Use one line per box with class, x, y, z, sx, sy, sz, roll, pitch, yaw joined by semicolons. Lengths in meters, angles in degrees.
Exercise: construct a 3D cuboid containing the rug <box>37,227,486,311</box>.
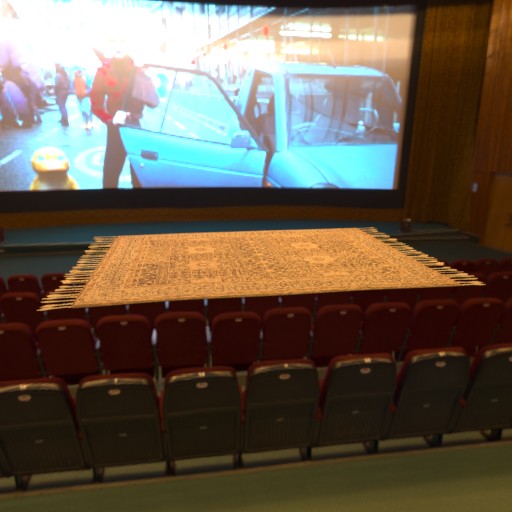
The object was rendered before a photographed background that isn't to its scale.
rug;0.000;0.000;3.095;2.465;0.023;1.619;-2;16;-9
